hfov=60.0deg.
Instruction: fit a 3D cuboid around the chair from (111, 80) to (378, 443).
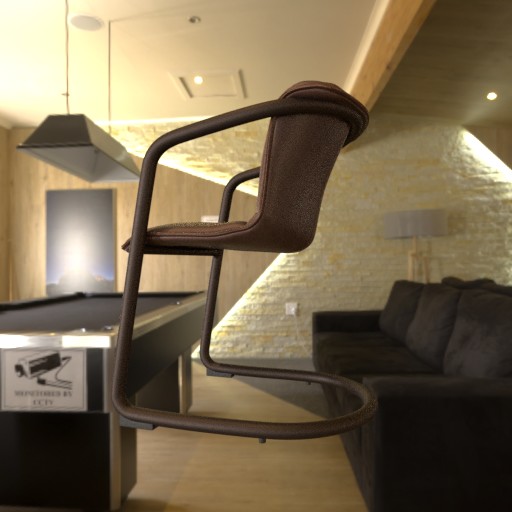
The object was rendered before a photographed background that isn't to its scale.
[{"bbox_3d":[0.000,0.000,1.254,0.664,0.836,0.536,0,-1,19],"label":"chair"}]
